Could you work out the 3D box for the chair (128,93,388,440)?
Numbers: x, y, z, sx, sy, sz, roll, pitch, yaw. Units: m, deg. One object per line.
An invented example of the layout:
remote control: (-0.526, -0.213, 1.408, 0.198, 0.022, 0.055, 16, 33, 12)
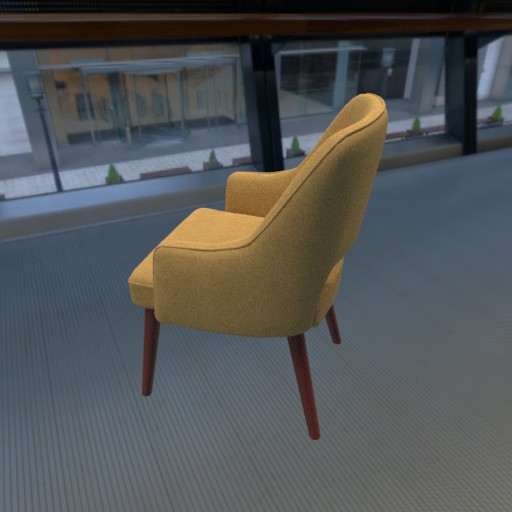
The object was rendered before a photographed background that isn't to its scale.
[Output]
chair: (0.000, 0.000, 1.246, 0.605, 0.849, 0.548, 9, 32, 15)
